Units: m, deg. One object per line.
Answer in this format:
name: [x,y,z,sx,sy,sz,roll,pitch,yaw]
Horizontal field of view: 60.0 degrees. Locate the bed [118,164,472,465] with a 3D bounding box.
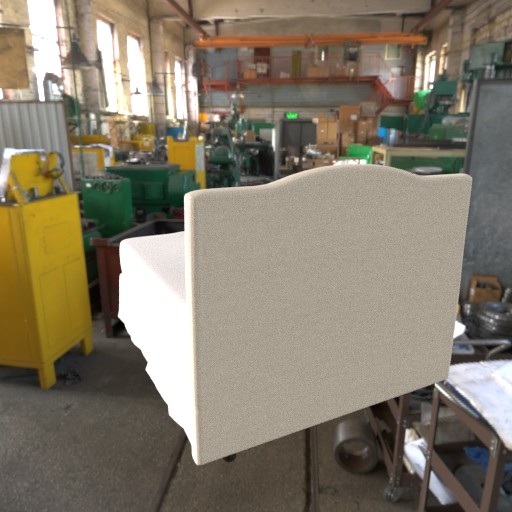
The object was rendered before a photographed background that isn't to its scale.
bed: [0.000,0.000,3.240,1.741,1.449,2.196,-8,17,-26]
